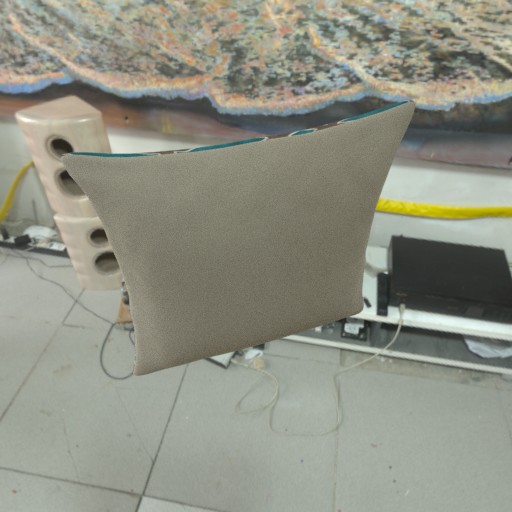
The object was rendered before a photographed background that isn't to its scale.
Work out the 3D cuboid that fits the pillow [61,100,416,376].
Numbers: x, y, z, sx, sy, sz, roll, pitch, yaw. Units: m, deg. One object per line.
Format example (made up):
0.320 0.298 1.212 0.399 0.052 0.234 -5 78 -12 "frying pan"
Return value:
0.000 0.000 0.796 0.526 0.507 0.166 -13 44 -14 "pillow"
